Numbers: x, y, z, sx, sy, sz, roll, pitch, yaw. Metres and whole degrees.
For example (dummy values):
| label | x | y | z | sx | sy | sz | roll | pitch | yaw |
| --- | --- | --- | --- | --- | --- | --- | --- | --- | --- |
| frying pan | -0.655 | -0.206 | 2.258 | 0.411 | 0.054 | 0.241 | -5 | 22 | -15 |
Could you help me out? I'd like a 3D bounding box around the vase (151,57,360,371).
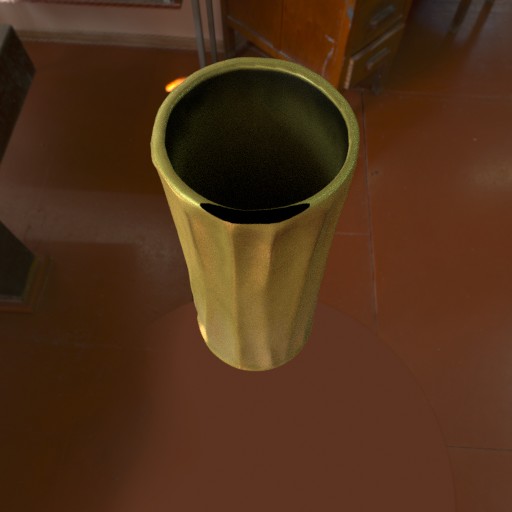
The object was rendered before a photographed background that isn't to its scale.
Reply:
| label | x | y | z | sx | sy | sz | roll | pitch | yaw |
| --- | --- | --- | --- | --- | --- | --- | --- | --- | --- |
| vase | 0.000 | 0.000 | 0.173 | 0.061 | 0.143 | 0.061 | 0 | 64 | 0 |
